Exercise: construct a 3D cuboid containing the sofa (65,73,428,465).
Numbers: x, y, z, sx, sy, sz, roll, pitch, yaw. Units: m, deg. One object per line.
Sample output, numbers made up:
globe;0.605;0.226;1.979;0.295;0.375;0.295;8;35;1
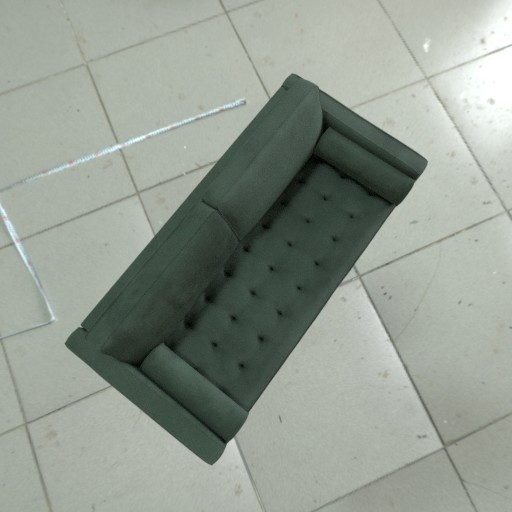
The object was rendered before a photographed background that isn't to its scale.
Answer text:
sofa;0.000;0.000;2.377;0.916;0.772;1.880;36;79;8
